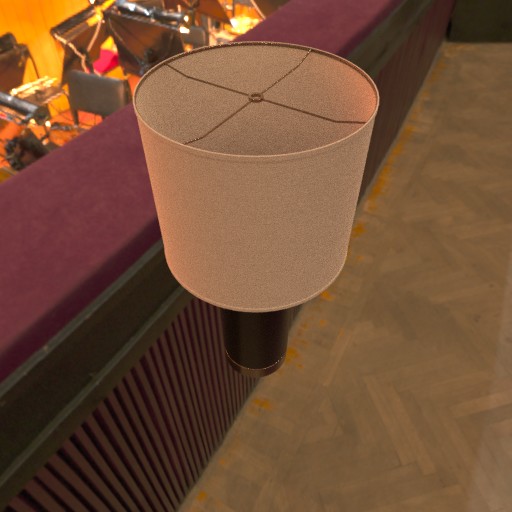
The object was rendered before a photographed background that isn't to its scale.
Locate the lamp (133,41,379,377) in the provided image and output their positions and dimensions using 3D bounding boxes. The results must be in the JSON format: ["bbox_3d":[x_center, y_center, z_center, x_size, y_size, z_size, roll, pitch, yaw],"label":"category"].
[{"bbox_3d":[0.000,0.000,0.614,0.241,0.482,0.240,25,51,22],"label":"lamp"}]
